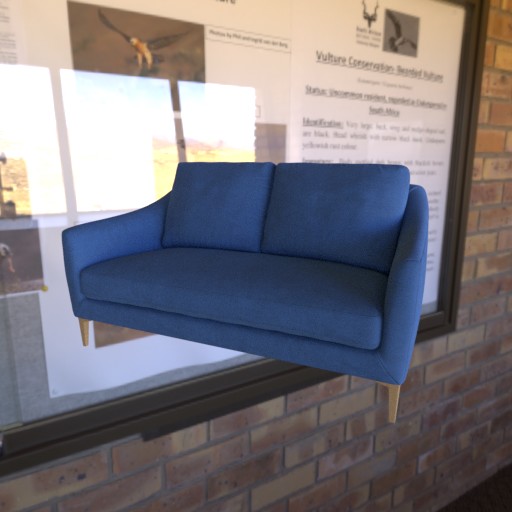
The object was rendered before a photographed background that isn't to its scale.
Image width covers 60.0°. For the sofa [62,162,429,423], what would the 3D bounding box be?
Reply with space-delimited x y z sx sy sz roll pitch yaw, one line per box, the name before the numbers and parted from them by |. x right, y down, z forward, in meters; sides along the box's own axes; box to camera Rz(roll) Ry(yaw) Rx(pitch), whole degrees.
sofa | 0.000 0.000 2.177 1.619 0.902 0.960 6 14 26
